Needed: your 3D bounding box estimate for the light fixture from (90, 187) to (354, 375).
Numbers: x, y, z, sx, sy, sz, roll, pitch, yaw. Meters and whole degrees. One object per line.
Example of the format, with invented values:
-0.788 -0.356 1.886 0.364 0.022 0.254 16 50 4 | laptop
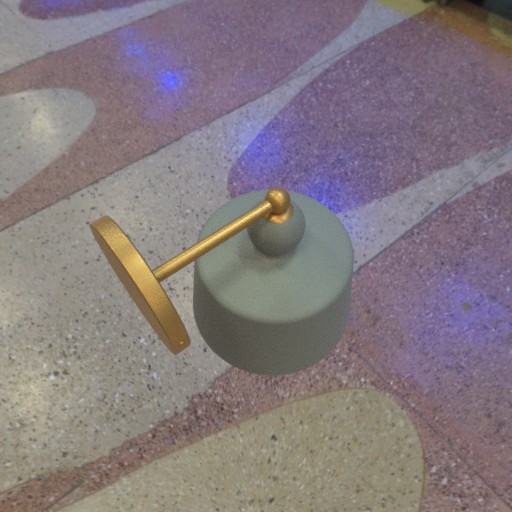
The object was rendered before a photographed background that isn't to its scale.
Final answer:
0.000 0.000 0.460 0.254 0.268 0.204 -34 64 -19 | light fixture
